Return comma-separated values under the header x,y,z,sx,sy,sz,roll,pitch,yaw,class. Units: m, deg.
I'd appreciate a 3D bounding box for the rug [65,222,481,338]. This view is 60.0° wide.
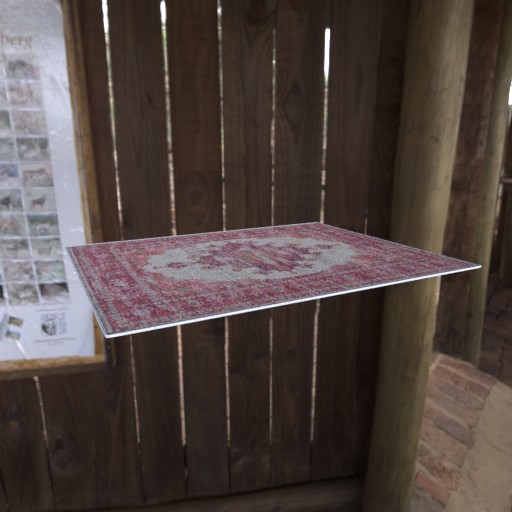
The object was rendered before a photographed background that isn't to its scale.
x,y,z,sx,sy,sz,roll,pitch,yaw,class
0.000,0.000,4.167,3.123,0.017,2.447,-7,16,-27,rug
